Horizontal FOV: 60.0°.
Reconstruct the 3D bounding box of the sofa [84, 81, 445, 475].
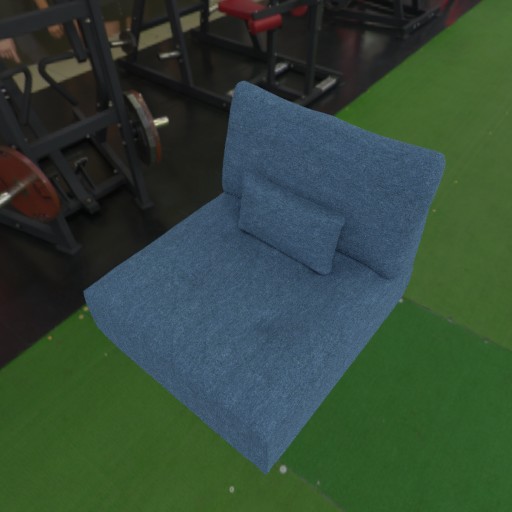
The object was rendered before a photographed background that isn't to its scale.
[{"bbox_3d":[0.000,0.000,1.700,0.930,0.820,1.000,31,53,26],"label":"sofa"}]
